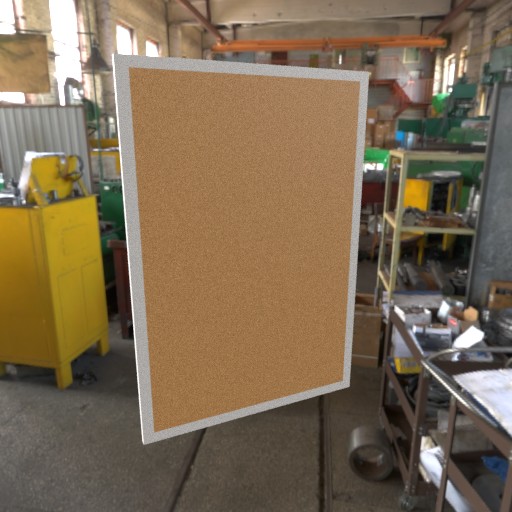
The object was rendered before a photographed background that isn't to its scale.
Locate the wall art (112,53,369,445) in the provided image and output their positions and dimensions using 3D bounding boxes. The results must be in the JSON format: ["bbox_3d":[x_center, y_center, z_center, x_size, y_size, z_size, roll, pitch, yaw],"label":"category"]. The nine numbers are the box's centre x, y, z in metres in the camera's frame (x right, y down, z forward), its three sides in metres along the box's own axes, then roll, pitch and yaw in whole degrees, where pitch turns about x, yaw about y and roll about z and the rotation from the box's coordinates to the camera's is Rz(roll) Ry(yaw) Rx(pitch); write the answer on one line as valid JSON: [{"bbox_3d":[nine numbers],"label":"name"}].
[{"bbox_3d":[0.000,0.000,0.818,0.456,0.656,0.013,-7,17,-24],"label":"wall art"}]
